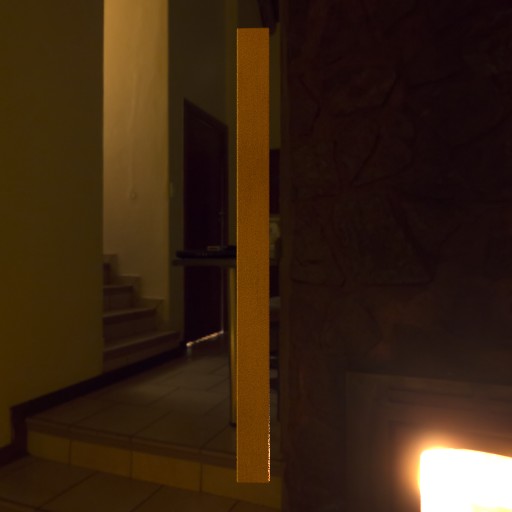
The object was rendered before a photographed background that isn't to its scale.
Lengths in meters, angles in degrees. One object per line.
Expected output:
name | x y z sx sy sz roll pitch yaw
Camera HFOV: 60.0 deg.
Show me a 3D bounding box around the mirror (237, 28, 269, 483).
mirror | 0.000 0.000 0.698 0.041 0.509 0.406 0 -1 2
